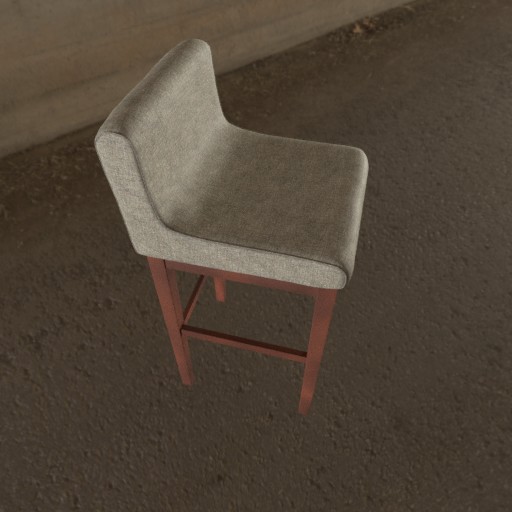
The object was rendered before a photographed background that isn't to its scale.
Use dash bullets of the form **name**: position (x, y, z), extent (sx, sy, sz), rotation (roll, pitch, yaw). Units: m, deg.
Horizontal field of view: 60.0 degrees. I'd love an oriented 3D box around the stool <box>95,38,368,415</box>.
- **stool**: position (0.000, 0.000, 1.208), extent (0.499, 0.965, 0.426), rotation (11, 48, 10)
